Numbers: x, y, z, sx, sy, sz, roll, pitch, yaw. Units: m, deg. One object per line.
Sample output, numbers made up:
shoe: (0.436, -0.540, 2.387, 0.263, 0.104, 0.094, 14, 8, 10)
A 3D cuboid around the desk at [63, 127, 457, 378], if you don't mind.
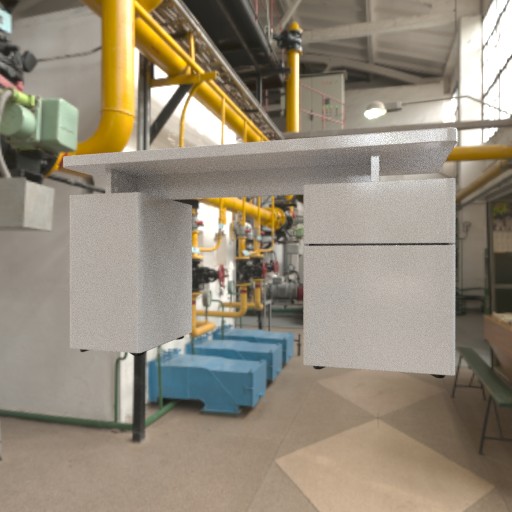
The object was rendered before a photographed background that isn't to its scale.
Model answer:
desk: (0.000, 0.000, 1.762, 1.400, 0.762, 0.550, 0, 0, 16)
